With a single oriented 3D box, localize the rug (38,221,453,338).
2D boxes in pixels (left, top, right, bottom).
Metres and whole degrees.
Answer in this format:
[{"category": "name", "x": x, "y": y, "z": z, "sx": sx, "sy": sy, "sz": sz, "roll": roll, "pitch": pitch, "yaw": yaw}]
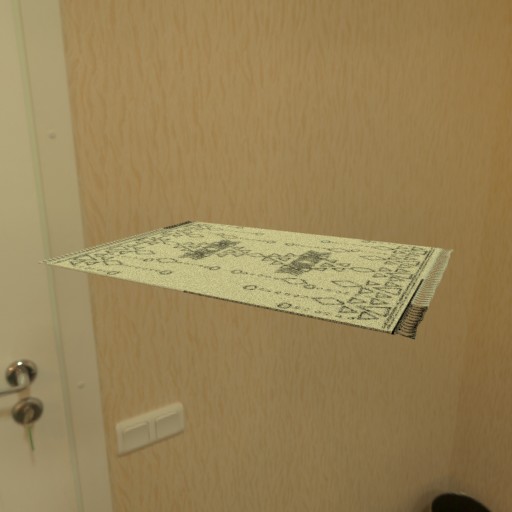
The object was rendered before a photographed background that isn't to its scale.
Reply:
[{"category": "rug", "x": 0.000, "y": 0.000, "z": 2.982, "sx": 2.312, "sy": 0.013, "sz": 1.600, "roll": 8, "pitch": 17, "yaw": 27}]
